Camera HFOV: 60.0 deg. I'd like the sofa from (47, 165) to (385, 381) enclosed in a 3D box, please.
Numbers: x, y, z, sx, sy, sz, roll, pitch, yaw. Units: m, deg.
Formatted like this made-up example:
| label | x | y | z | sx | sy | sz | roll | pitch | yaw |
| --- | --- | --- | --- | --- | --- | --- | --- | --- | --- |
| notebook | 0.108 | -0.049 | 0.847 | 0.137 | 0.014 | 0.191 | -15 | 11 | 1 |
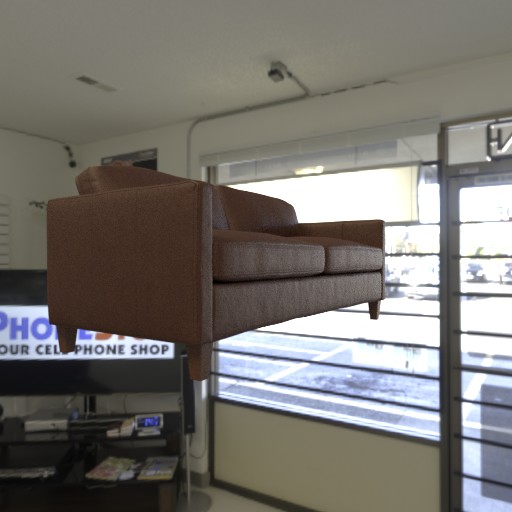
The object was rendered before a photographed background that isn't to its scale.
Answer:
| label | x | y | z | sx | sy | sz | roll | pitch | yaw |
| --- | --- | --- | --- | --- | --- | --- | --- | --- | --- |
| sofa | 0.000 | 0.000 | 2.498 | 0.923 | 0.863 | 1.971 | 0 | 0 | 34 |
